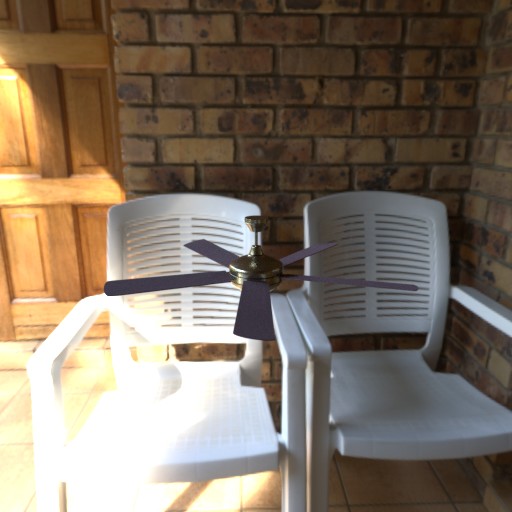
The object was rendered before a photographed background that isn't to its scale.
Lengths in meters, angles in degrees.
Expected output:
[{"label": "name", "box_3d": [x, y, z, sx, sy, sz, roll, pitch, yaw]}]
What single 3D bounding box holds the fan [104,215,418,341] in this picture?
[{"label": "fan", "box_3d": [0.000, 0.000, 2.025, 1.321, 0.356, 1.321, -2, 16, -8]}]
